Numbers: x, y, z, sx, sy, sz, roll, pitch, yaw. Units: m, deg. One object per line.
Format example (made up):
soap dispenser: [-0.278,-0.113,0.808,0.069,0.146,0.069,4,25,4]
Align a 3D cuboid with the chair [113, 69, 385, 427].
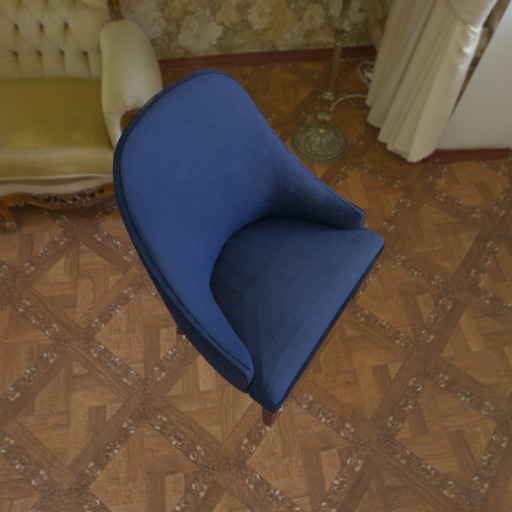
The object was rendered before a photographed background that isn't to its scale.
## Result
chair: [0.000,0.000,1.299,0.575,0.889,0.643,31,64,17]
